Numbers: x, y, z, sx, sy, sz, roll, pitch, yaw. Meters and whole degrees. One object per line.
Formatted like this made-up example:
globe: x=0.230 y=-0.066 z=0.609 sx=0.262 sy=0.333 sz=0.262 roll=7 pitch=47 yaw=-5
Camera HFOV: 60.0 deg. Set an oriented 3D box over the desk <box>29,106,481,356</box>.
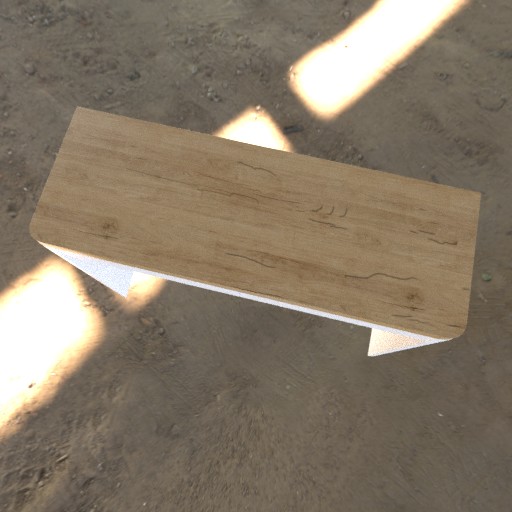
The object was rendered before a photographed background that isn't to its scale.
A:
desk: x=0.000 y=0.000 z=1.491 sx=1.100 sy=0.760 sz=0.390 roll=13 pitch=75 yaw=4
